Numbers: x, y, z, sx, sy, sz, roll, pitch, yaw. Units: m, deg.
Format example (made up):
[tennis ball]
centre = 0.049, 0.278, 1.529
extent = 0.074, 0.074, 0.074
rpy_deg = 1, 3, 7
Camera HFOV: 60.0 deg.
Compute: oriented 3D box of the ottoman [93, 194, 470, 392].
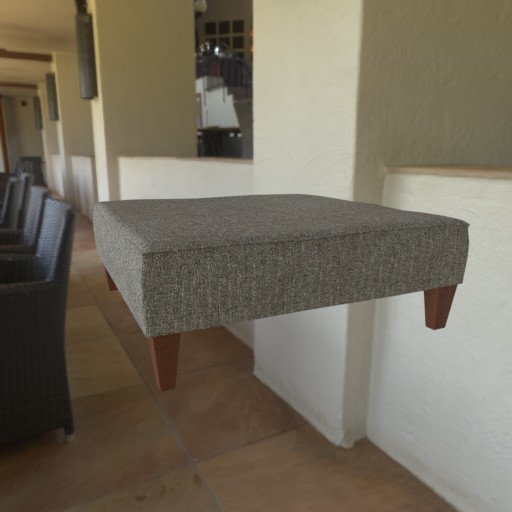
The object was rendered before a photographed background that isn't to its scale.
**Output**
[ottoman]
centre = 0.000, 0.000, 1.592
extent = 1.016, 0.379, 0.981
rpy_deg = -6, 14, -25
